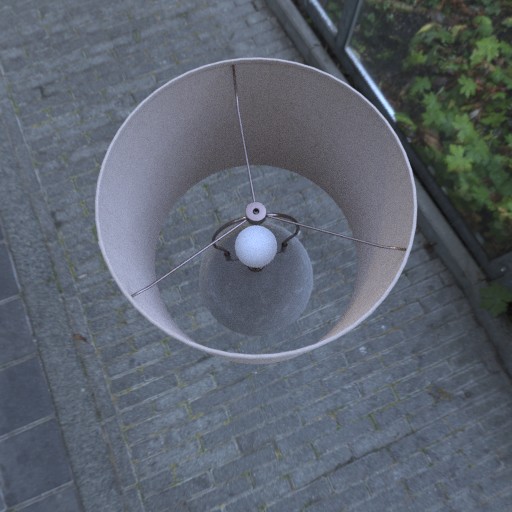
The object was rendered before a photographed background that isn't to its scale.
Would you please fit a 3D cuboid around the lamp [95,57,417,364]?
[{"bbox_3d":[0.000,0.000,0.567,0.269,0.409,0.269,-9,75,-2],"label":"lamp"}]
